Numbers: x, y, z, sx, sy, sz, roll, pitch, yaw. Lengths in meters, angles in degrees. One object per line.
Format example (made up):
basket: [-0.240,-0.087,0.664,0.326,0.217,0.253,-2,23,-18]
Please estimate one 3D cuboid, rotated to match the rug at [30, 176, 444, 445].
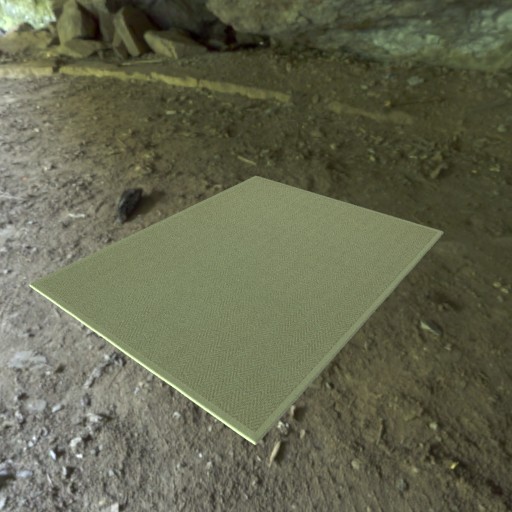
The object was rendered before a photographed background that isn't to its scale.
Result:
rug: [0.000,0.000,4.057,2.407,0.020,3.051,23,39,32]
